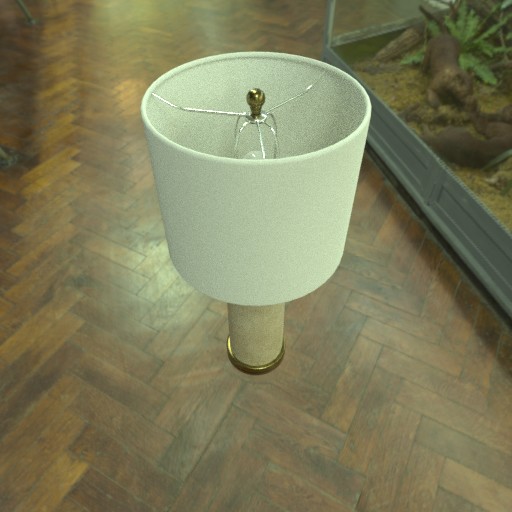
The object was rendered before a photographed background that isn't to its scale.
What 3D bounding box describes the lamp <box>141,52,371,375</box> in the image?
[{"bbox_3d":[0.000,0.000,0.814,0.305,0.634,0.305,35,55,29],"label":"lamp"}]
